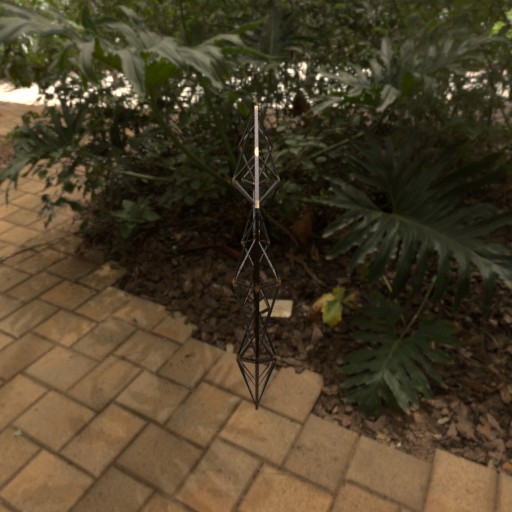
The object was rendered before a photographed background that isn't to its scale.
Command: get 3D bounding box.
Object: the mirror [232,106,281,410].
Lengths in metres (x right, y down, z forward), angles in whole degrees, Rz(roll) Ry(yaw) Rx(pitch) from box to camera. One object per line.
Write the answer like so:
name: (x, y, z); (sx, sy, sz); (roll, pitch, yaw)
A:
mirror: (0.000, 0.000, 1.076); (0.094, 0.710, 0.710); (0, 32, 0)
